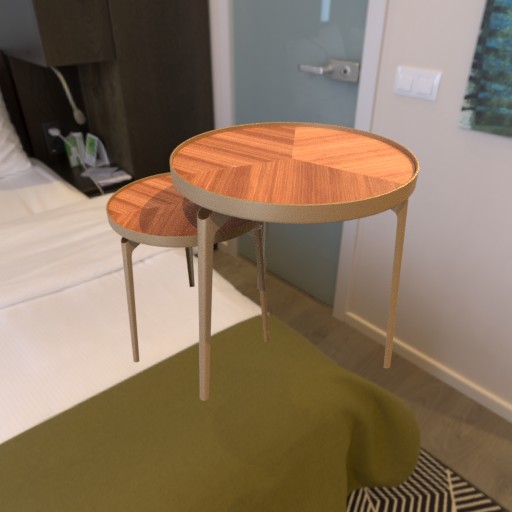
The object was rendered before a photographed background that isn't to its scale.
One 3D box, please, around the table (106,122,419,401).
[{"bbox_3d":[0.000,0.000,1.136,0.751,0.555,0.532,9,33,15],"label":"table"}]
